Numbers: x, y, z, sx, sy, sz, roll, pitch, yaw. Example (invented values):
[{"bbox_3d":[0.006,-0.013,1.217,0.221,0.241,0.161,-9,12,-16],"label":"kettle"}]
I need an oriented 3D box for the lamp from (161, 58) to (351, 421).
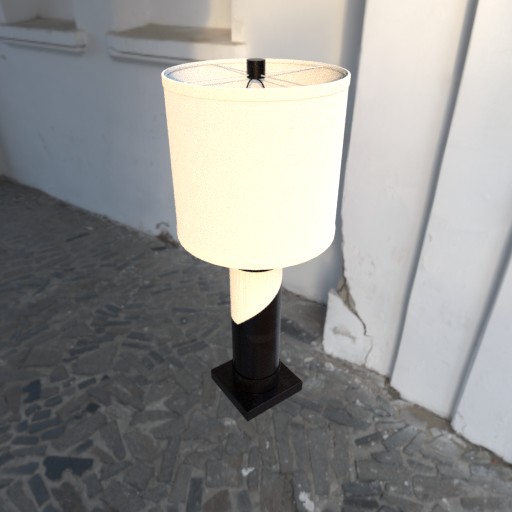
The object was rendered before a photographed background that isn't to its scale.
[{"bbox_3d":[0.000,0.000,0.624,0.211,0.509,0.211,-20,36,-30],"label":"lamp"}]
